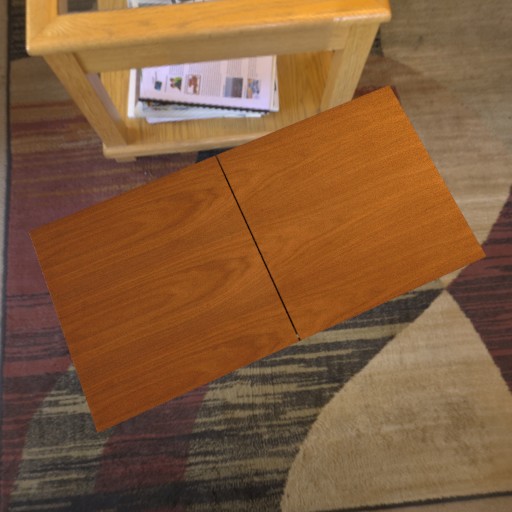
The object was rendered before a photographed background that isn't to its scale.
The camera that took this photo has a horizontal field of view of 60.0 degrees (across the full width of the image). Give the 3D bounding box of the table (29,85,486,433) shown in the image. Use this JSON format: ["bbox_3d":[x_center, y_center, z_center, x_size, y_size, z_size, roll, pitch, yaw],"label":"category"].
[{"bbox_3d":[0.000,0.000,1.456,1.194,0.330,0.610,-23,79,-5],"label":"table"}]
